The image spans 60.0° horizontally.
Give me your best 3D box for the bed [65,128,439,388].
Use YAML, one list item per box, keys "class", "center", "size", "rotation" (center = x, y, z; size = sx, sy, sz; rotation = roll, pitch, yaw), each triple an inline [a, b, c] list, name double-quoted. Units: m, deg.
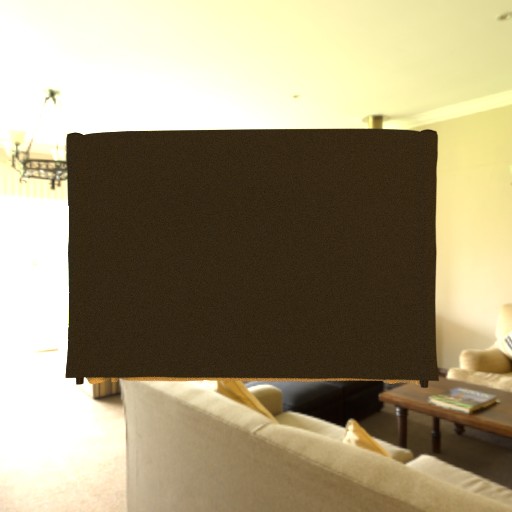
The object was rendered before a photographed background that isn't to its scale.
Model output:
- class: "bed"
  center: [0.000, 0.000, 3.381]
  size: [1.925, 1.332, 2.276]
  rotation: [0, 1, 2]
